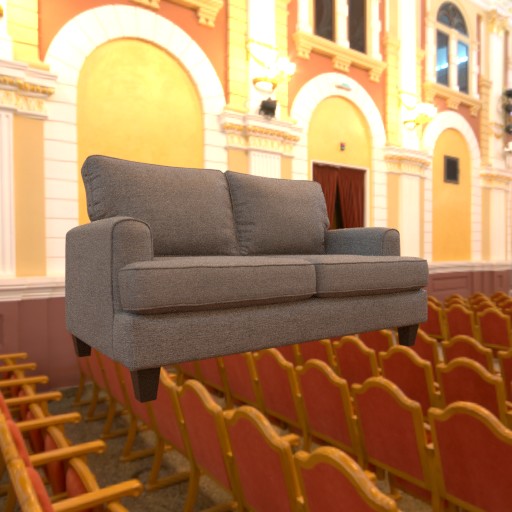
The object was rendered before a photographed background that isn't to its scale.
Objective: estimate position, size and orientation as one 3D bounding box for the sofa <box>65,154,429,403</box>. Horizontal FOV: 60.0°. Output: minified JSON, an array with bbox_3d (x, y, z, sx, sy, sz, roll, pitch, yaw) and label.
[{"bbox_3d":[0.000,0.000,2.251,1.651,0.965,0.965,-1,1,-35],"label":"sofa"}]
